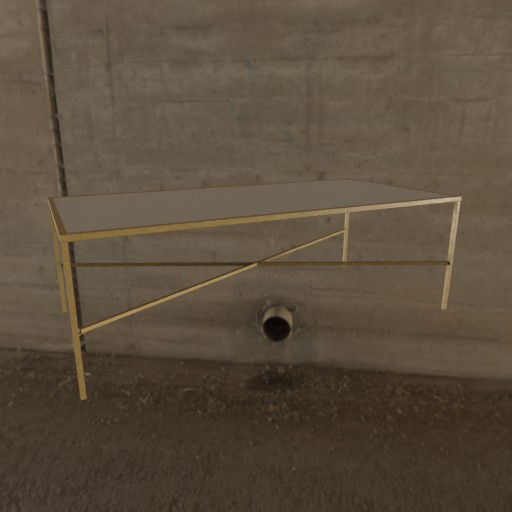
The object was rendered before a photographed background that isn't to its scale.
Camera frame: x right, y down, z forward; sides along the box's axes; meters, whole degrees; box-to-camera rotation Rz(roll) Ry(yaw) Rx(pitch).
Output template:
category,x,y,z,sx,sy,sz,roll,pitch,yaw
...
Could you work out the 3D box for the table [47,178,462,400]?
category,x,y,z,sx,sy,sz,roll,pitch,yaw
table,0.000,0.000,1.488,1.206,0.398,0.580,-8,18,-25
